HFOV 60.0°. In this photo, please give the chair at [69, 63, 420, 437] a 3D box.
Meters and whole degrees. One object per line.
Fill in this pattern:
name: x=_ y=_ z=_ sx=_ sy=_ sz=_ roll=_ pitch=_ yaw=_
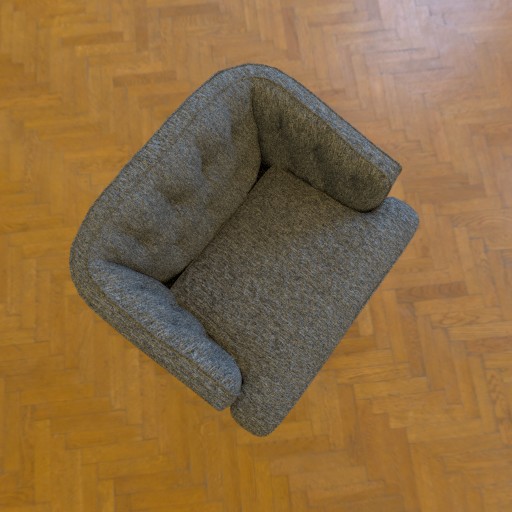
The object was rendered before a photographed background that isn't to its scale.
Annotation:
chair: x=0.000 y=0.000 z=1.805 sx=0.941 sy=0.852 sz=1.104 roll=37 pitch=79 yaw=8
